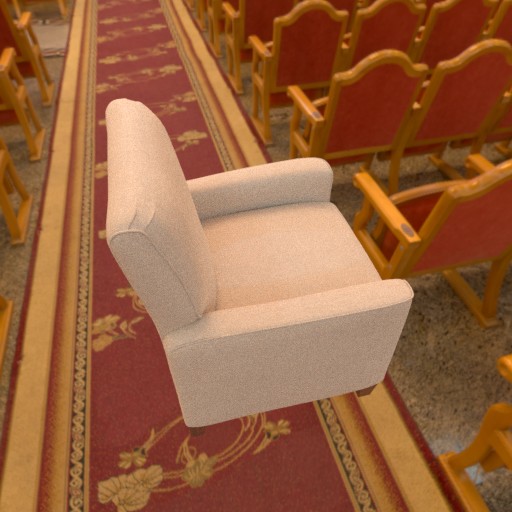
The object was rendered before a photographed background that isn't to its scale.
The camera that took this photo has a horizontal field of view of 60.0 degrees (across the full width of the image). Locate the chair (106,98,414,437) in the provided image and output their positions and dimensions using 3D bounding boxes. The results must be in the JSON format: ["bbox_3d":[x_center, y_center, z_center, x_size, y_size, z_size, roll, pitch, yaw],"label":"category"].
[{"bbox_3d":[0.000,0.000,1.607,0.858,1.023,0.841,-10,45,-10],"label":"chair"}]
